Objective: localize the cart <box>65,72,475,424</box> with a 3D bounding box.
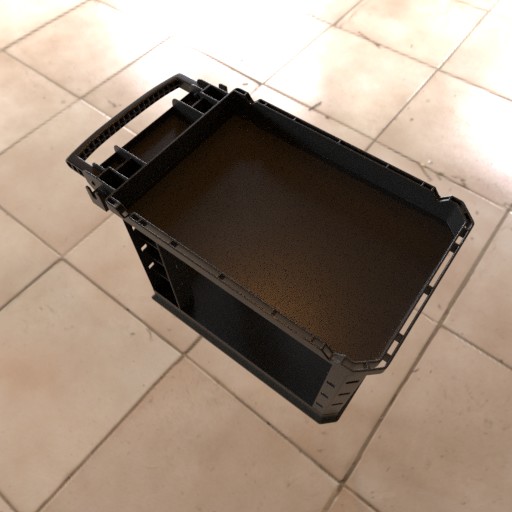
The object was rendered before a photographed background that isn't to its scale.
[{"bbox_3d":[0.000,0.000,1.794,1.239,0.884,0.674,33,64,18],"label":"cart"}]
